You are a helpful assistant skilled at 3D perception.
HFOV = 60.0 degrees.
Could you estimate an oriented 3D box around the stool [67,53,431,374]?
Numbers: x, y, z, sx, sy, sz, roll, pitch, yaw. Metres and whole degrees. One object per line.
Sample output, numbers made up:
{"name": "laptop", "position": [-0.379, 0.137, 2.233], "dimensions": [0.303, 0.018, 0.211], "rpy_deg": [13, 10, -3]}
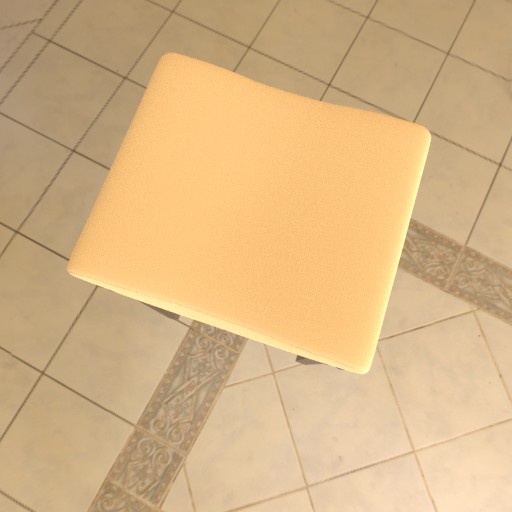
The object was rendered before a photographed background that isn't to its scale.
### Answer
{"name": "stool", "position": [0.000, 0.000, 1.030], "dimensions": [0.471, 0.762, 0.401], "rpy_deg": [18, 77, 4]}
